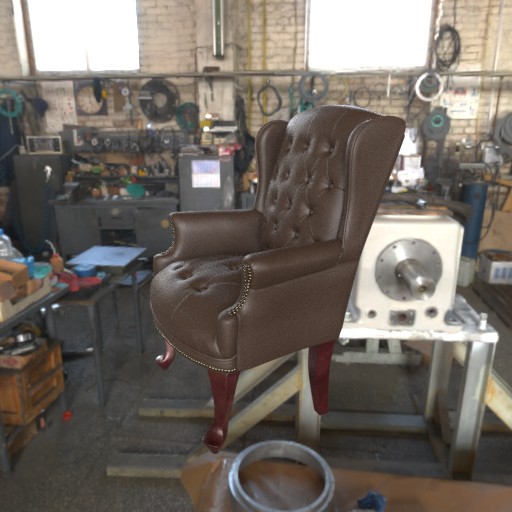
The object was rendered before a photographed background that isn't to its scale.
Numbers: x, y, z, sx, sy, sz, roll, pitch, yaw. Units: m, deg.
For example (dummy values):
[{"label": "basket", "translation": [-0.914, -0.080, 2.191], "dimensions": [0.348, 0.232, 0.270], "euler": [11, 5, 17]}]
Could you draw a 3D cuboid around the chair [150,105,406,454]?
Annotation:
[{"label": "chair", "translation": [0.000, 0.000, 1.733], "dimensions": [0.819, 1.132, 0.829], "euler": [-8, 18, -26]}]
